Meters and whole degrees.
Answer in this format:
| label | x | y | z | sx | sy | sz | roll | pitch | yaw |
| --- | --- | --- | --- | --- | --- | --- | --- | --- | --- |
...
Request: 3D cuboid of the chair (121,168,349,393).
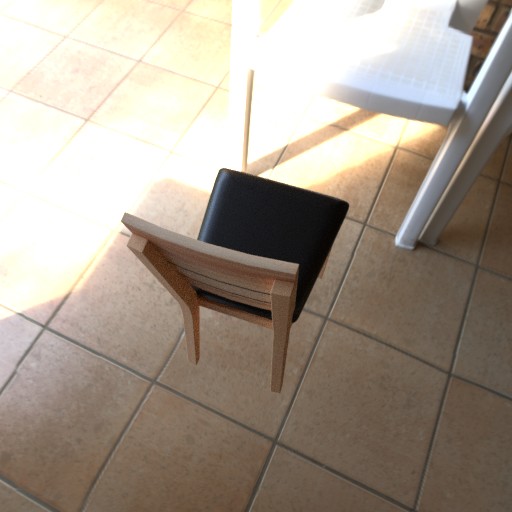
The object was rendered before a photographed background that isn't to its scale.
| label | x | y | z | sx | sy | sz | roll | pitch | yaw |
| --- | --- | --- | --- | --- | --- | --- | --- | --- | --- |
| chair | 0.000 | 0.000 | 1.216 | 0.410 | 0.940 | 0.520 | 17 | 64 | 9 |
